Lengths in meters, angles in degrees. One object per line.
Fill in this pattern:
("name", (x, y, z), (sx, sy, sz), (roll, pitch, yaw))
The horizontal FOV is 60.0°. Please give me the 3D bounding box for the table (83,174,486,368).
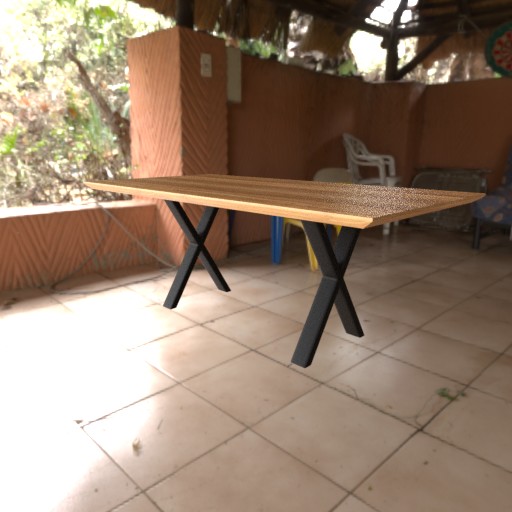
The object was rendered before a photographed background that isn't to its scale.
("table", (0.000, 0.000, 2.480), (2.000, 0.770, 1.000), (14, 19, 43))
